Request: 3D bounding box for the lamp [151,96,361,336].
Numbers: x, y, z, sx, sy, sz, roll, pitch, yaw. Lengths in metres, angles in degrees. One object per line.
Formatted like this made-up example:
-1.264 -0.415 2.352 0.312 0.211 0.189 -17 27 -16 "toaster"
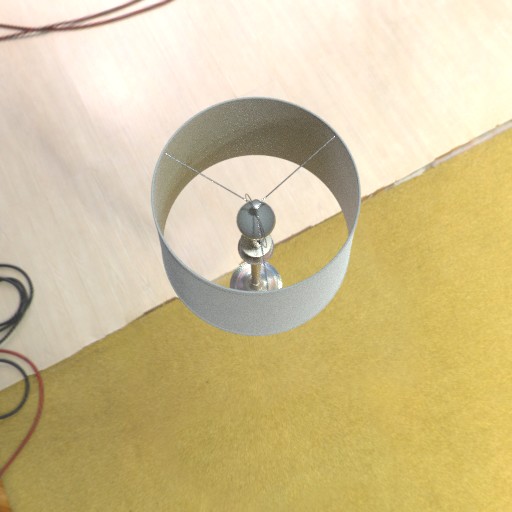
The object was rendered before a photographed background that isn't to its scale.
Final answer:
0.000 0.000 0.890 0.331 0.698 0.331 0 76 0 "lamp"
